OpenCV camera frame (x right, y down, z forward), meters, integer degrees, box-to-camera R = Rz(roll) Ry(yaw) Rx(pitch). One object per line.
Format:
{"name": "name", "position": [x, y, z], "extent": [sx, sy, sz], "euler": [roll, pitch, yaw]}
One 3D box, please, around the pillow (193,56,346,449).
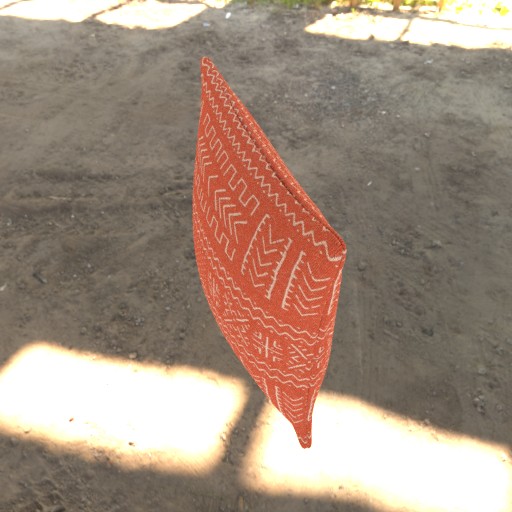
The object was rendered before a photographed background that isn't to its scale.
{"name": "pillow", "position": [0.000, 0.000, 0.660], "extent": [0.164, 0.429, 0.438], "euler": [-15, 47, -14]}
